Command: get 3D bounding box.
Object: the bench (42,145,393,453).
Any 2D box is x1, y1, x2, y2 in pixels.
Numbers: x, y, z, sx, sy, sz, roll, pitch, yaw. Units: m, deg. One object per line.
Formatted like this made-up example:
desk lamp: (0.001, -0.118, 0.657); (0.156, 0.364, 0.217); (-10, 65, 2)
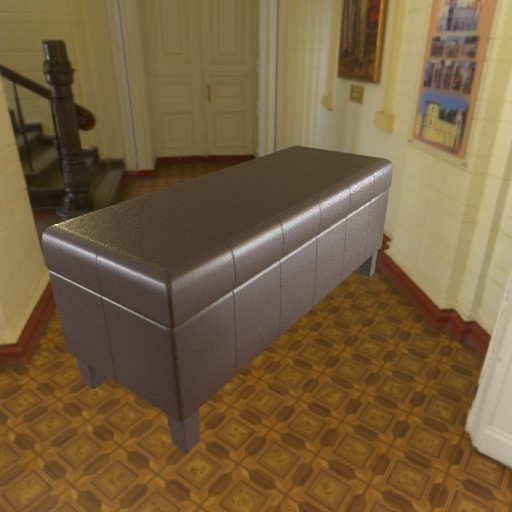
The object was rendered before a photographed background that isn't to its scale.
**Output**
bench: (0.000, 0.000, 1.374); (0.429, 0.457, 1.092); (18, 31, 32)
